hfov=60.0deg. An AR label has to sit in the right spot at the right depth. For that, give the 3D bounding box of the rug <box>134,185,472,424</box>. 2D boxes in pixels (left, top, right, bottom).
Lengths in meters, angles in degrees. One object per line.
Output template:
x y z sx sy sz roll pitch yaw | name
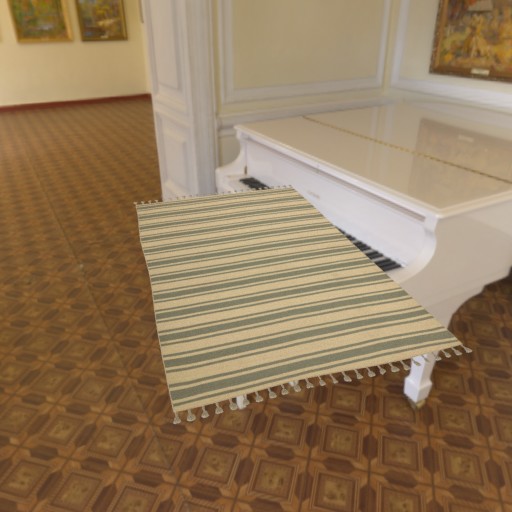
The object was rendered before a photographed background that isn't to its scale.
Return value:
0.000 0.000 2.516 1.222 0.009 2.084 -9 30 -15 | rug
